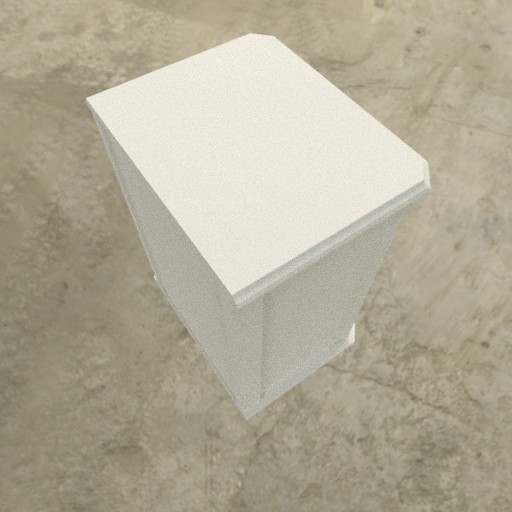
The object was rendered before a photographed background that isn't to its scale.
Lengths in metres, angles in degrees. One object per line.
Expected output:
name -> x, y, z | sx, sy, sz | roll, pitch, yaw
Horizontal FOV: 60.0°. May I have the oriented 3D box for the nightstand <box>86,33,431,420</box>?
nightstand -> 0.000, 0.000, 0.928 | 0.351, 0.681, 0.435 | -30, 62, -18
